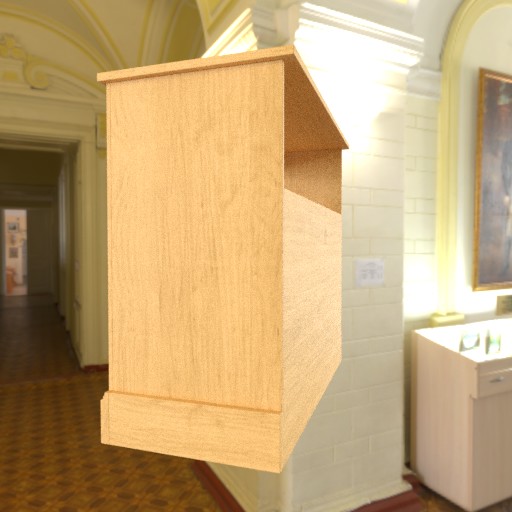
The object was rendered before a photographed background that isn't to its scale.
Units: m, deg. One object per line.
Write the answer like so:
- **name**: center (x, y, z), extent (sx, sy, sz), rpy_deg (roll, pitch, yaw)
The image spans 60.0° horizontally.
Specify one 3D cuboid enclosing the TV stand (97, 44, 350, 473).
- **TV stand**: center (0.000, 0.000, 1.279), extent (0.430, 0.787, 0.851), rpy_deg (1, 2, 19)
